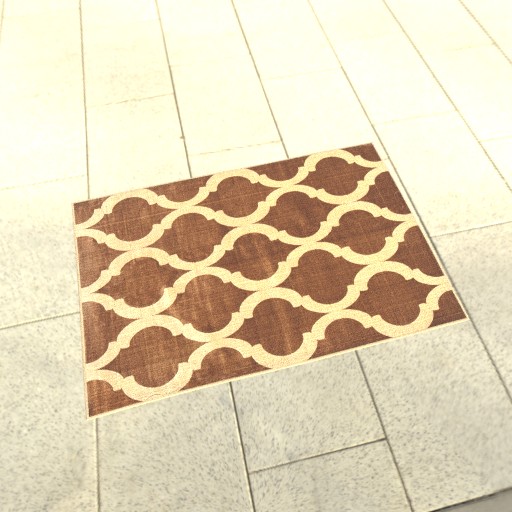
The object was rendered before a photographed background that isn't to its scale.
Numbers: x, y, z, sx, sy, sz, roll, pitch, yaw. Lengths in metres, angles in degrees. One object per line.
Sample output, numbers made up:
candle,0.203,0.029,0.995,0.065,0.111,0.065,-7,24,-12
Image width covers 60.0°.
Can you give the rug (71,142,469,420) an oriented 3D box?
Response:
rug,0.000,0.000,2.902,2.290,0.014,1.526,-13,60,-8
